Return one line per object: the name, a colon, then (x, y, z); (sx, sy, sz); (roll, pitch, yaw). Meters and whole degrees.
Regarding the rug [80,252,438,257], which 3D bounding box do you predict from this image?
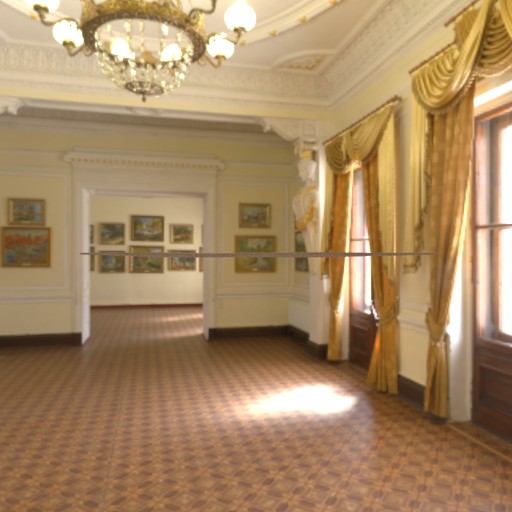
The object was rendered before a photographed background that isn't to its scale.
rug: (0.000, 0.000, 3.101); (1.527, 0.016, 2.442); (0, 0, -1)
